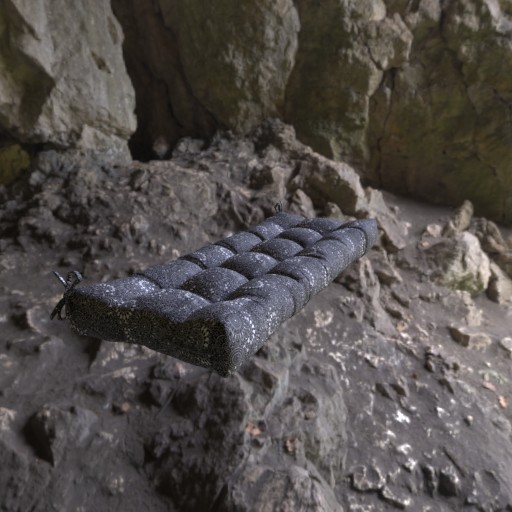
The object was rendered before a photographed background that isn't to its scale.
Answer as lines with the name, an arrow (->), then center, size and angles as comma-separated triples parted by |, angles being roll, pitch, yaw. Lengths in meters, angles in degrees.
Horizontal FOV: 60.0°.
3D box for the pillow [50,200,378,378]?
pillow -> 0.000, 0.000, 1.388 | 0.511, 0.174, 1.194 | 8, 18, 27
